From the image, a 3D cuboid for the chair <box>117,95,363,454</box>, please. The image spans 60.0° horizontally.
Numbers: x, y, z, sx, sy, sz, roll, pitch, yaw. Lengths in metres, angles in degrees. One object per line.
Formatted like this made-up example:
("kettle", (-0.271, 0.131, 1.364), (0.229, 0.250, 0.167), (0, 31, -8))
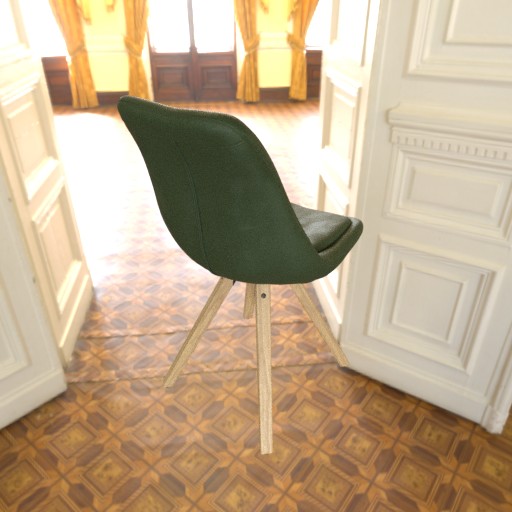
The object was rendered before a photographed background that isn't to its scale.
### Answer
("chair", (0.000, 0.000, 1.183), (0.483, 0.865, 0.547), (21, 37, 32))
